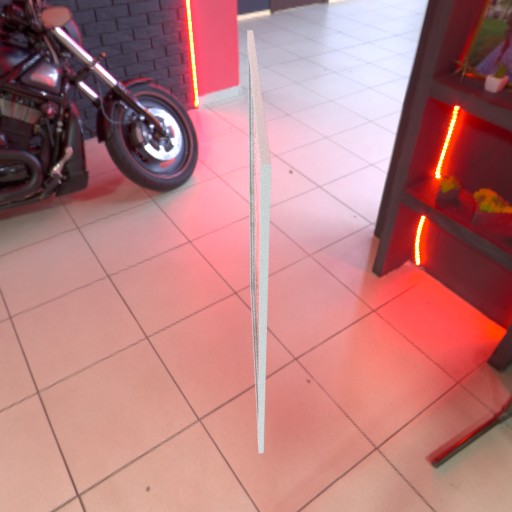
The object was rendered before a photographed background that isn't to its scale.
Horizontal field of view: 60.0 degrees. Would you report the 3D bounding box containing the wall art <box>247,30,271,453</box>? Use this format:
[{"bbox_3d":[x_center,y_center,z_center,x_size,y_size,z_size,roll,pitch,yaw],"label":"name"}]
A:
[{"bbox_3d":[0.000,0.000,1.219,0.015,0.965,0.660,-2,42,-2],"label":"wall art"}]
